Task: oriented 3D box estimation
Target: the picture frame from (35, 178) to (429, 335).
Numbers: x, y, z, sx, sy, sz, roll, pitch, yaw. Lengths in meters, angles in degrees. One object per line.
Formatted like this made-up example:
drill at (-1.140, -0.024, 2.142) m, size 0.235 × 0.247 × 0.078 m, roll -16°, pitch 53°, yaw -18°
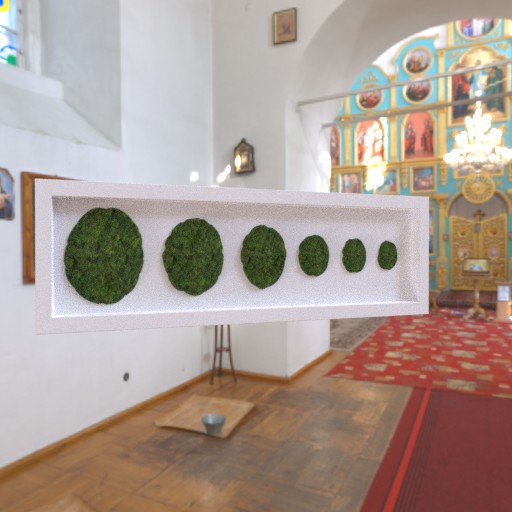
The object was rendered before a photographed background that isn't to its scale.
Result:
picture frame at (0.000, 0.000, 0.851) m, size 0.759 × 0.250 × 0.050 m, roll 0°, pitch 1°, yaw -18°
